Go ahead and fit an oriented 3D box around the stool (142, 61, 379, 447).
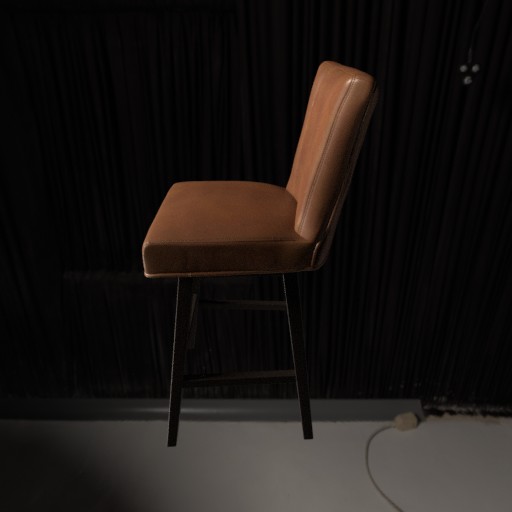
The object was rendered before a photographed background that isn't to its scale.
[{"bbox_3d":[0.000,0.000,1.389,0.585,1.094,0.522,0,27,0],"label":"stool"}]
